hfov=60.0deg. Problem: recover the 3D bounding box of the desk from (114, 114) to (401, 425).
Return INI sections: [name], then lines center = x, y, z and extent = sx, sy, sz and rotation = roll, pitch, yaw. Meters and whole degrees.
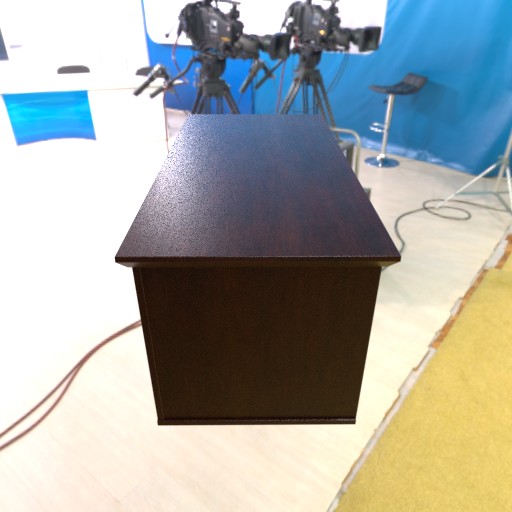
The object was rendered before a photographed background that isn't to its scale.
[desk]
center = 0.000, 0.000, 1.685
extent = 0.612, 0.758, 1.277
rotation = 0, 31, 0
